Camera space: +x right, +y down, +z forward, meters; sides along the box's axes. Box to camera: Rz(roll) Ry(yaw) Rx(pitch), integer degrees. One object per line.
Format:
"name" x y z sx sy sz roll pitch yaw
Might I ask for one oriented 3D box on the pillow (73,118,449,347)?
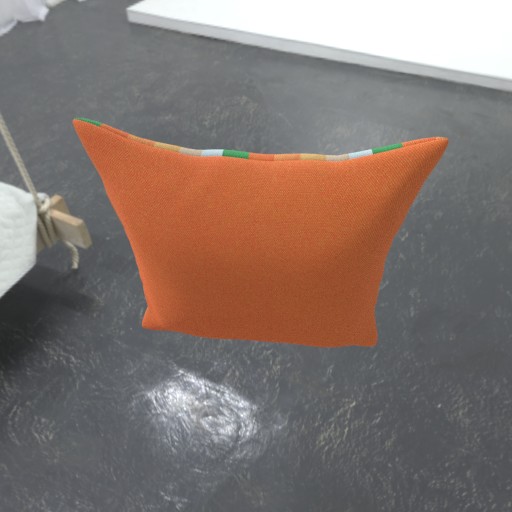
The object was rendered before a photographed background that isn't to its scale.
"pillow" 0.000 0.000 0.690 0.453 0.444 0.169 4 47 4
